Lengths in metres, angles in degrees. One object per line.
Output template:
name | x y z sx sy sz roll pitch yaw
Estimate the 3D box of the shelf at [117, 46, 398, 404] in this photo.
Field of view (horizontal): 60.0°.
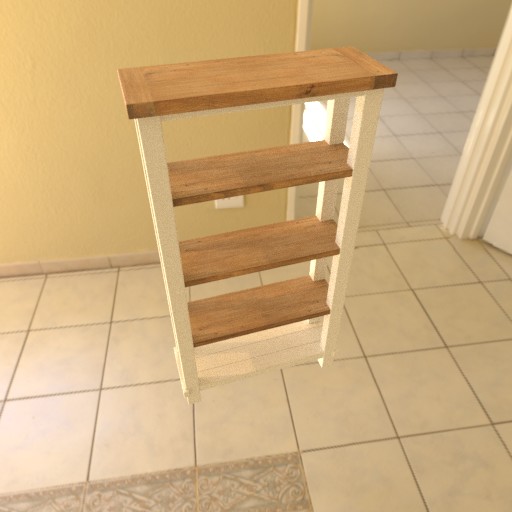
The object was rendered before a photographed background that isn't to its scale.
shelf | 0.000 0.000 2.323 1.022 1.878 0.381 -12 42 -13
